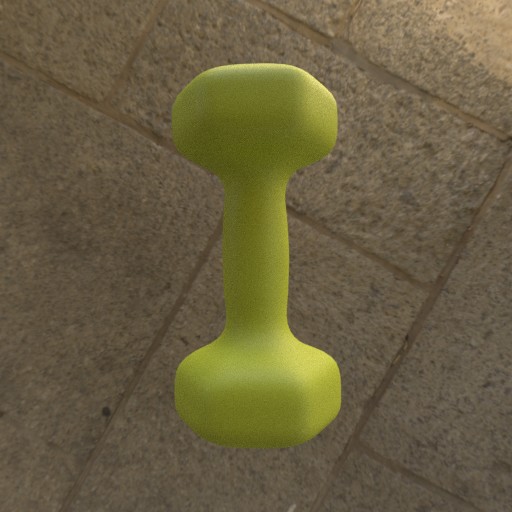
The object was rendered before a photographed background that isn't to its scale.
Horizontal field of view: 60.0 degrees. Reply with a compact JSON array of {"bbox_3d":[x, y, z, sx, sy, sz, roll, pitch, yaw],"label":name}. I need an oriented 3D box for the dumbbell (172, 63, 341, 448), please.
[{"bbox_3d":[0.000,0.000,0.209,0.080,0.072,0.164,0,89,2],"label":"dumbbell"}]
